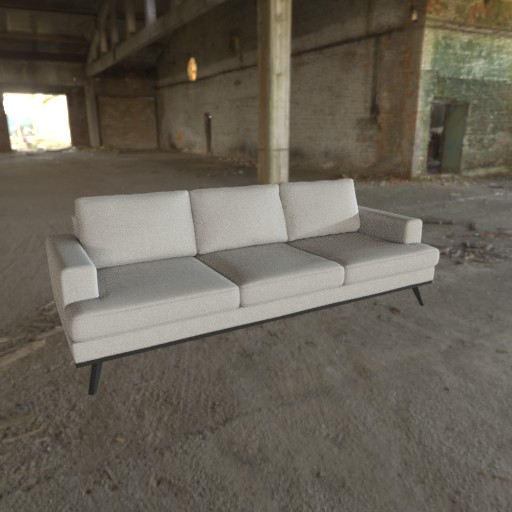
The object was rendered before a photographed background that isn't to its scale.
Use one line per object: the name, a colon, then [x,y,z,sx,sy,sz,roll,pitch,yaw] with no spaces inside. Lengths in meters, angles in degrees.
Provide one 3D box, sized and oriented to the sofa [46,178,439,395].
sofa: [0.000,0.000,2.777,2.310,0.810,0.920,-9,18,-28]
